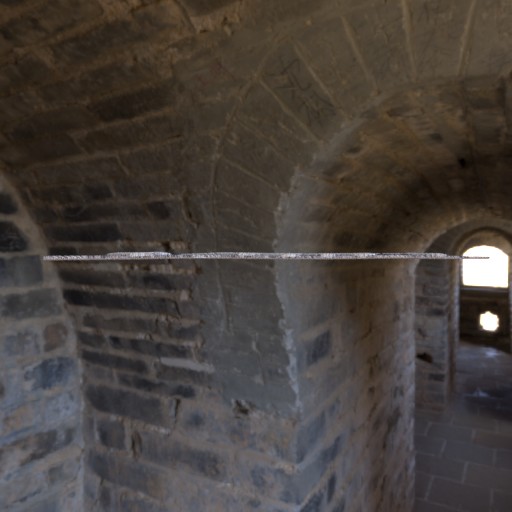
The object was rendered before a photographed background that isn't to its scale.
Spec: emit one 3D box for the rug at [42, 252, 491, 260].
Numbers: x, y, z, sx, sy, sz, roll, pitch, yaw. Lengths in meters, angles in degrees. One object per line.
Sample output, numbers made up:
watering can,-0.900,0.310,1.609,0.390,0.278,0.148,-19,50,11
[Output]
rug,0.000,0.000,2.287,1.823,0.030,1.222,0,0,-17
